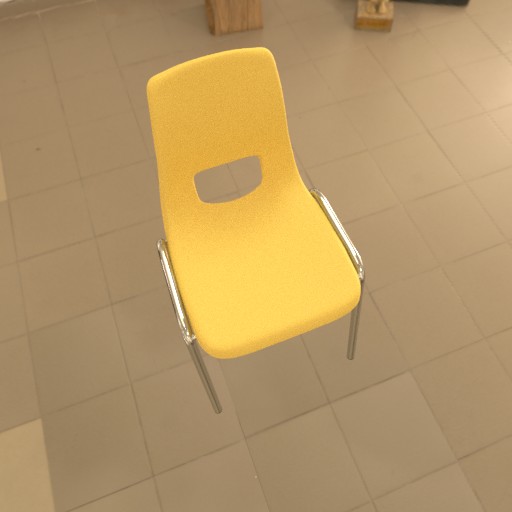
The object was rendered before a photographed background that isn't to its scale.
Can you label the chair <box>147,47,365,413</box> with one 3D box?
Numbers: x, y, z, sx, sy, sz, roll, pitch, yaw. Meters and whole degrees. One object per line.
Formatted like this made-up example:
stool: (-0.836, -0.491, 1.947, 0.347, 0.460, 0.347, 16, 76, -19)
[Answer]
chair: (0.000, 0.000, 0.912, 0.381, 0.653, 0.436, -19, 65, -9)
